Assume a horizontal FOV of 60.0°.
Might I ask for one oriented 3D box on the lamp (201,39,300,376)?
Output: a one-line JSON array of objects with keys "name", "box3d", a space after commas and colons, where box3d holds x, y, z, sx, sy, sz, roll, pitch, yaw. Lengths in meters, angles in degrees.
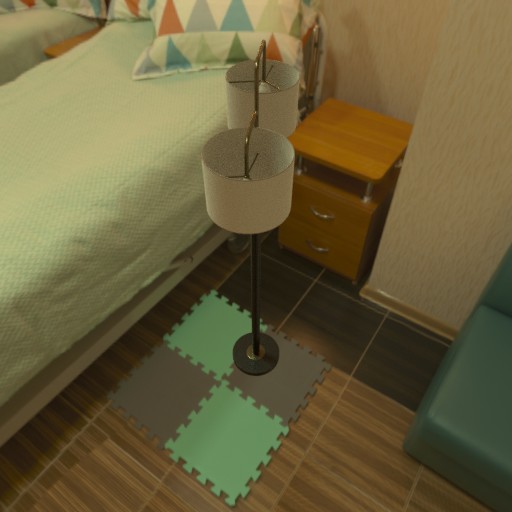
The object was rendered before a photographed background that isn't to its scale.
[{"name": "lamp", "box3d": [0.000, 0.000, 1.840, 0.254, 1.587, 0.711, 4, 47, 4]}]
